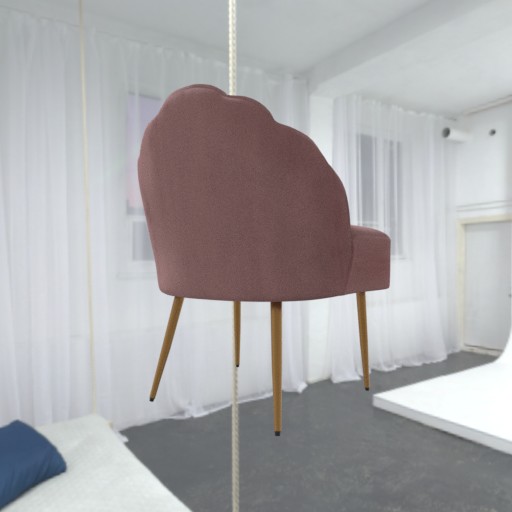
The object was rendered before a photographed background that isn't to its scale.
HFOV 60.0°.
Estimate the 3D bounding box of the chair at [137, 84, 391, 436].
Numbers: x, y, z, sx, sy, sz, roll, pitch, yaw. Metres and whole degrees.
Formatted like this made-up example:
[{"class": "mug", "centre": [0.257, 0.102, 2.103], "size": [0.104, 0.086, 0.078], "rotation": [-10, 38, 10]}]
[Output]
[{"class": "chair", "centre": [0.000, 0.000, 1.301], "size": [0.657, 0.819, 0.599], "rotation": [0, 0, 35]}]
